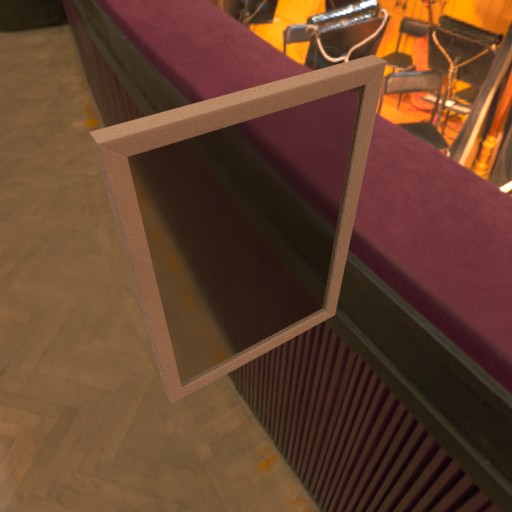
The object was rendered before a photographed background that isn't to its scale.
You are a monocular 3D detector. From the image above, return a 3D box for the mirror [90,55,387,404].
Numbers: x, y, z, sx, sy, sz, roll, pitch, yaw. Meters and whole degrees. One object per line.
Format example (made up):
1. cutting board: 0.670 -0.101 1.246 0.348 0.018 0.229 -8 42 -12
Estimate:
1. mirror: 0.000 0.000 0.929 0.507 0.710 0.040 -24 50 -22
